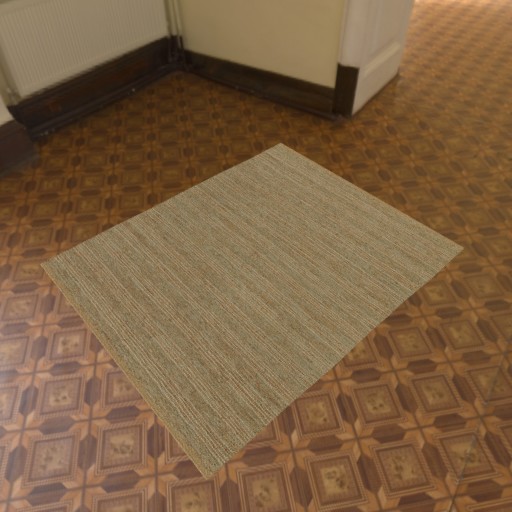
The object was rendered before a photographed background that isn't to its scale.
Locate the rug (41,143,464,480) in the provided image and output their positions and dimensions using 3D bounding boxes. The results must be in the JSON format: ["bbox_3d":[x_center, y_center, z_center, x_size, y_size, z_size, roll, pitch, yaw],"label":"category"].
[{"bbox_3d":[0.000,0.000,4.076,3.034,0.012,2.471,-33,54,-28],"label":"rug"}]
